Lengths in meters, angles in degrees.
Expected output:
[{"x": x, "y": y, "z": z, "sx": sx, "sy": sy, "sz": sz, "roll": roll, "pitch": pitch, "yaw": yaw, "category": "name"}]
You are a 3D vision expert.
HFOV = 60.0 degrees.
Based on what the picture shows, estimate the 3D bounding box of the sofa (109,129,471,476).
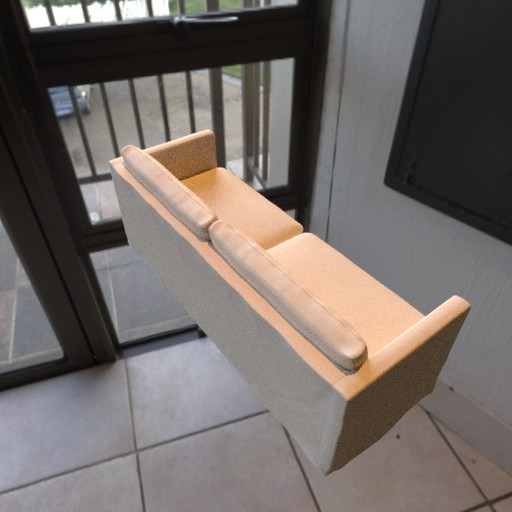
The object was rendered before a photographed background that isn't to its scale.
[{"x": 0.000, "y": 0.000, "z": 3.293, "sx": 1.036, "sy": 0.999, "sz": 2.779, "roll": -26, "pitch": 48, "yaw": -27, "category": "sofa"}]
